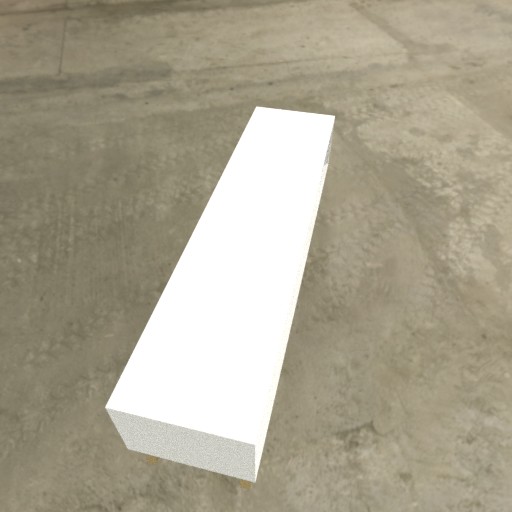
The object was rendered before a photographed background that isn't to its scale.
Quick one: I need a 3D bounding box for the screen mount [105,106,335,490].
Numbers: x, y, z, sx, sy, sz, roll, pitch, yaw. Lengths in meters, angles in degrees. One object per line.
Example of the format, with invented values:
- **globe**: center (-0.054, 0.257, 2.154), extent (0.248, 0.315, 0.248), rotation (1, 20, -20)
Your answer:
- **screen mount**: center (0.000, 0.000, 1.820), extent (0.399, 0.432, 1.644), rotation (10, 47, 10)
